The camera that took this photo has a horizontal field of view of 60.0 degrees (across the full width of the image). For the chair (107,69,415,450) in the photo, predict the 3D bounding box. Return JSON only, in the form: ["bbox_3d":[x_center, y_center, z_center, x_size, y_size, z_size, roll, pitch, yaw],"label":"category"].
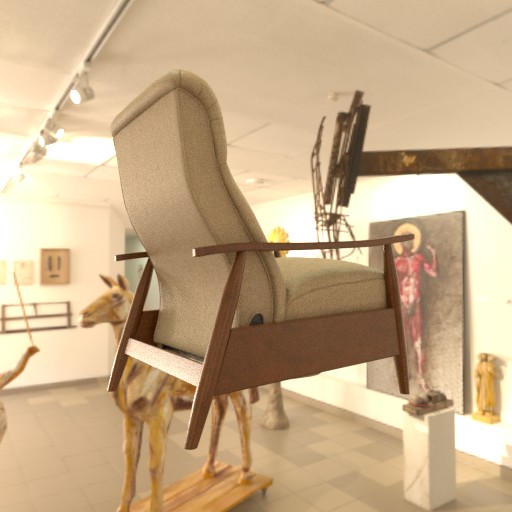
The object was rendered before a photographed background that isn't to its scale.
[{"bbox_3d":[0.000,0.000,1.780,1.030,1.082,0.762,1,-2,-35],"label":"chair"}]
